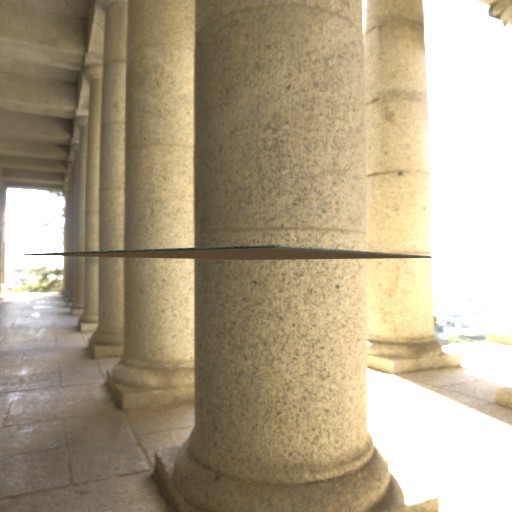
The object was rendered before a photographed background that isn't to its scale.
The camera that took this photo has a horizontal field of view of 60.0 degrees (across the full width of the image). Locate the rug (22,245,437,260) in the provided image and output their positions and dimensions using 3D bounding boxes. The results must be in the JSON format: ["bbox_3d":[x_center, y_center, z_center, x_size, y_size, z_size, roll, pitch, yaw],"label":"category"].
[{"bbox_3d":[0.000,0.000,4.082,2.441,0.016,3.050,-1,-2,36],"label":"rug"}]
